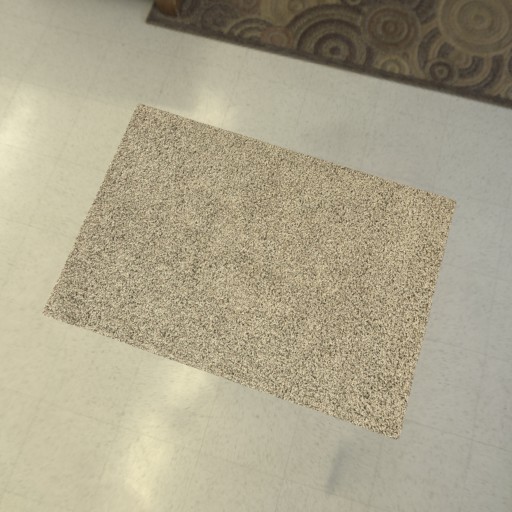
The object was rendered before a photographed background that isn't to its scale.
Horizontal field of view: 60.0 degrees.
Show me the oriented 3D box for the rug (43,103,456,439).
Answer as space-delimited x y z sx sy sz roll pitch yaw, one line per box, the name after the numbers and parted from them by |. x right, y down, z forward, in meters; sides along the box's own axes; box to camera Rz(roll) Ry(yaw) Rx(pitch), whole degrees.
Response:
0.000 0.000 2.219 1.778 0.030 1.219 18 77 5 | rug
